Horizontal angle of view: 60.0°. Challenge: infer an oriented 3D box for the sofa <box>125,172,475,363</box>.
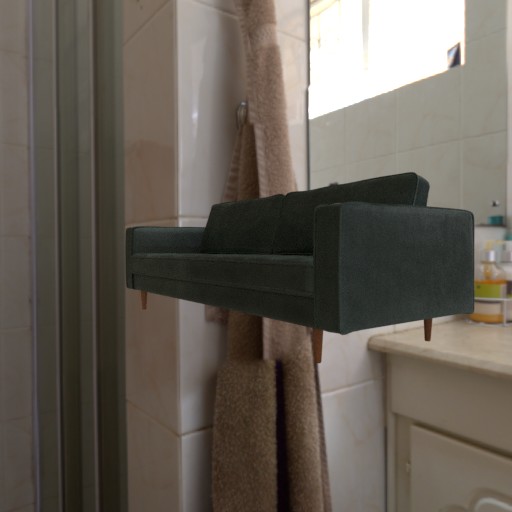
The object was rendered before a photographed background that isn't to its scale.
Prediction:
[{"bbox_3d":[0.000,0.000,2.615,0.886,0.781,2.214,-1,1,-35],"label":"sofa"}]
